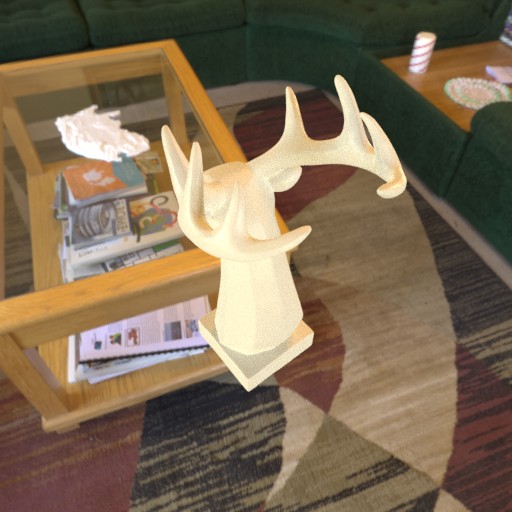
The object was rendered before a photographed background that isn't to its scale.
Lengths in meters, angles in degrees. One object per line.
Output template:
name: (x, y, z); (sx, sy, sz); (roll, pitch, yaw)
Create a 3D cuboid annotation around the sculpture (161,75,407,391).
sculpture: (0.000, 0.000, 0.443); (0.174, 0.329, 0.224); (-31, 55, -24)
